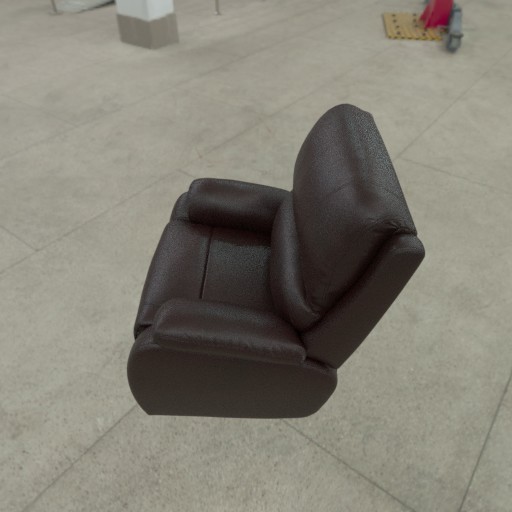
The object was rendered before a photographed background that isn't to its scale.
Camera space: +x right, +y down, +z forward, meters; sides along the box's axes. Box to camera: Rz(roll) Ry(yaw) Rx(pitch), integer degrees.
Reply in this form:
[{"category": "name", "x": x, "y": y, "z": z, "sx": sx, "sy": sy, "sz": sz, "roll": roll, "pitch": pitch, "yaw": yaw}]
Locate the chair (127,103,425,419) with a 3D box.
[{"category": "chair", "x": 0.000, "y": 0.000, "z": 1.717, "sx": 0.899, "sy": 1.011, "sz": 0.930, "roll": 1, "pitch": 41, "yaw": 1}]
